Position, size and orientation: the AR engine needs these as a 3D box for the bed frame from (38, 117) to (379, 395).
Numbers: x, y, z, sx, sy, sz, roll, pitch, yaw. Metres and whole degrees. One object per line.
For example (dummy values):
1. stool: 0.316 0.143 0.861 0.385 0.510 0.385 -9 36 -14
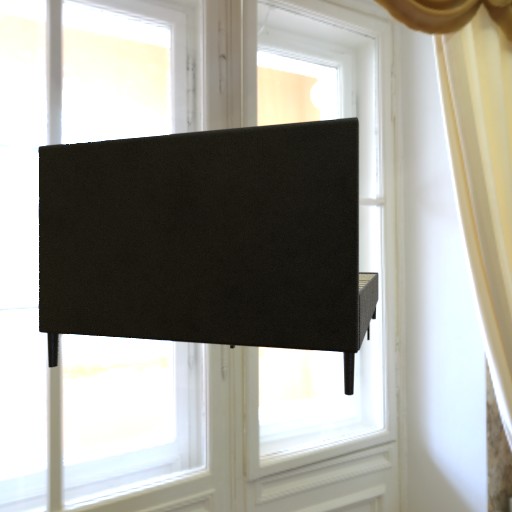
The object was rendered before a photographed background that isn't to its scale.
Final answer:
1. bed frame: 0.000 0.000 2.883 1.469 1.046 2.152 0 0 17
